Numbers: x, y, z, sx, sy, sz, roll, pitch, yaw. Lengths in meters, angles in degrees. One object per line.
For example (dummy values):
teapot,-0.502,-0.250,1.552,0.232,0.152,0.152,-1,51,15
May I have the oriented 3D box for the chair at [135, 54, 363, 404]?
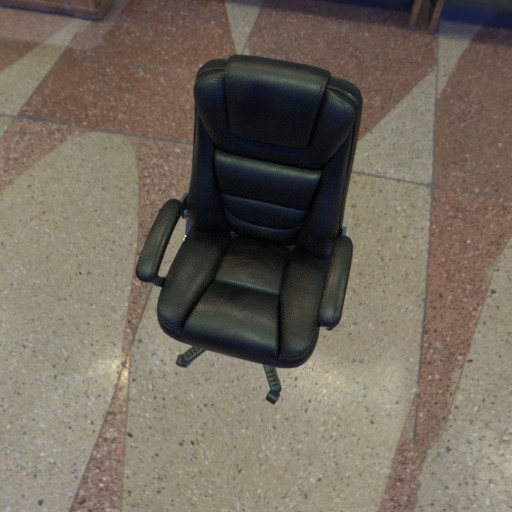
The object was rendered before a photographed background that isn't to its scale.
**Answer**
chair,0.000,0.000,1.498,0.697,1.075,0.689,13,60,8
